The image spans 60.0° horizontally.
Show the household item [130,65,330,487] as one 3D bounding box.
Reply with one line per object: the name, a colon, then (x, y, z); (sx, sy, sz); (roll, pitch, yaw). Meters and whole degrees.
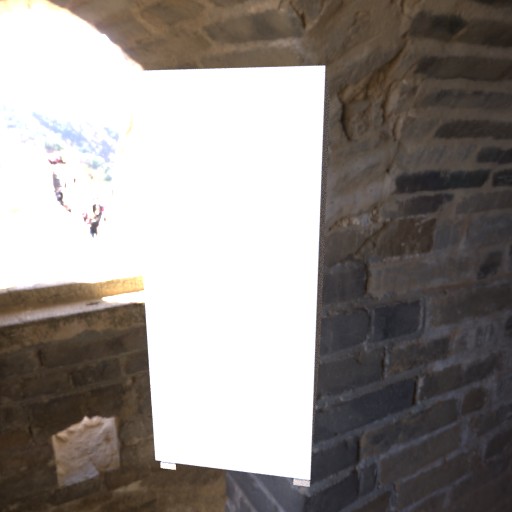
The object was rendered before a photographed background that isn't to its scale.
household item: (0.000, 0.000, 1.428); (0.420, 1.010, 0.790); (2, 15, 10)
